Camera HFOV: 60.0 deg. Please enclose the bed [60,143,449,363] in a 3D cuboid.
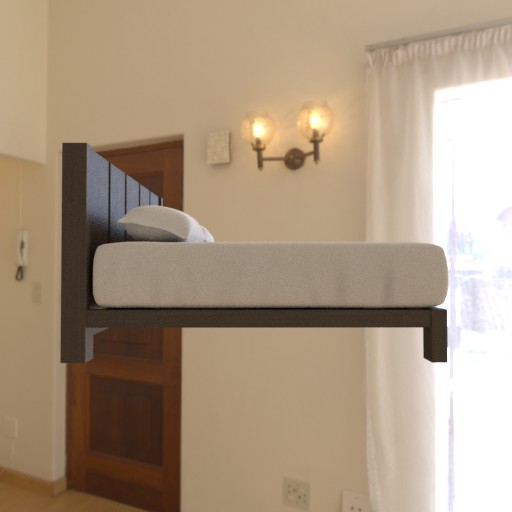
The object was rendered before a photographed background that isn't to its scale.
[{"bbox_3d":[0.000,0.000,3.603,2.238,1.261,2.143,0,-1,0],"label":"bed"}]
